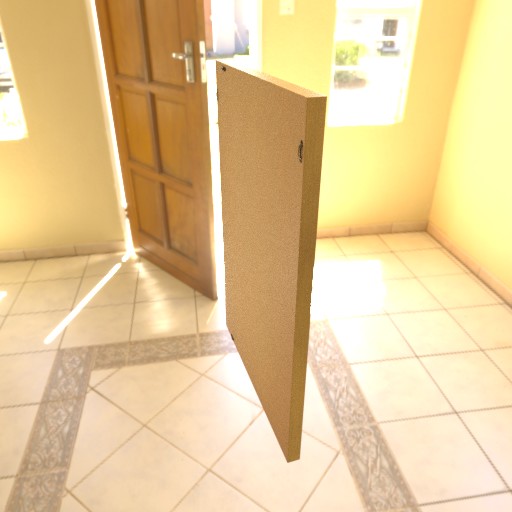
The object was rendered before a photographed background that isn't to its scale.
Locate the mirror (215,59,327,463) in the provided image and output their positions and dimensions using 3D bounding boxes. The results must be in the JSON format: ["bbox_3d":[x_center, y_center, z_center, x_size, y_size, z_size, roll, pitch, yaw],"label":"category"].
[{"bbox_3d":[0.000,0.000,1.192,0.040,0.915,0.609,-9,31,-16],"label":"mirror"}]
